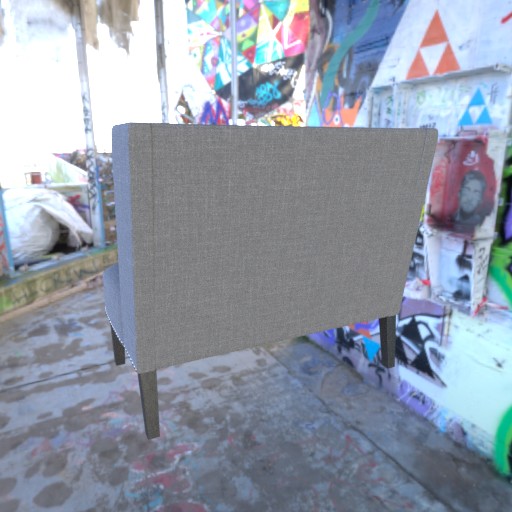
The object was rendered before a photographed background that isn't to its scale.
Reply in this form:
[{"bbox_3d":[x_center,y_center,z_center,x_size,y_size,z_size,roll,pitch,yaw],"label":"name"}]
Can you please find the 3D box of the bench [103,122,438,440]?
[{"bbox_3d":[0.000,0.000,2.032,1.276,1.121,0.842,-7,16,-26],"label":"bench"}]
